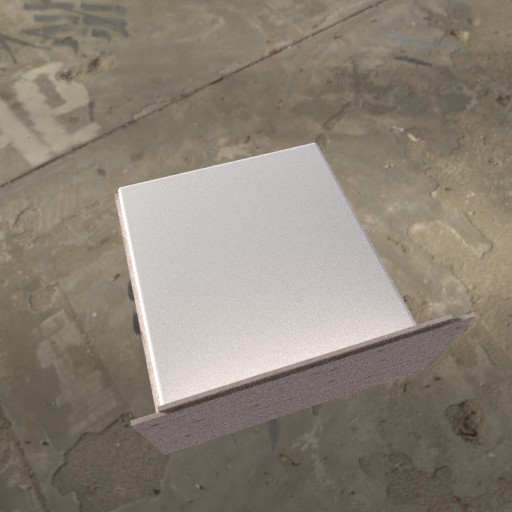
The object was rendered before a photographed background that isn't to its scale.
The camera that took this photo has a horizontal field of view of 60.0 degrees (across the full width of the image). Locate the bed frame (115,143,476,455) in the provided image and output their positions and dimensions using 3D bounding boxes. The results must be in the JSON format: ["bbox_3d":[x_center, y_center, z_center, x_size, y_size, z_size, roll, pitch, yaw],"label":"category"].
[{"bbox_3d":[0.000,0.000,3.269,1.950,0.970,2.080,-15,59,-9],"label":"bed frame"}]
